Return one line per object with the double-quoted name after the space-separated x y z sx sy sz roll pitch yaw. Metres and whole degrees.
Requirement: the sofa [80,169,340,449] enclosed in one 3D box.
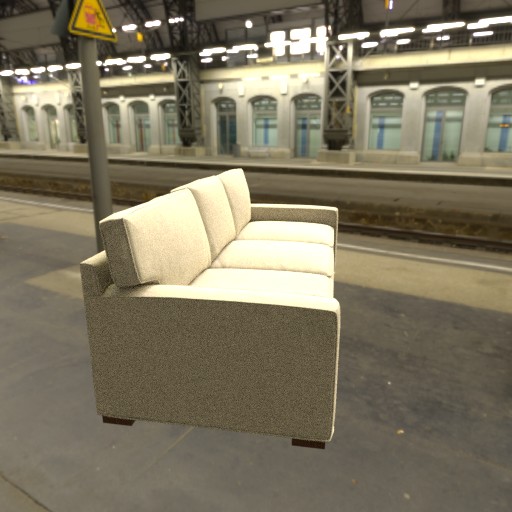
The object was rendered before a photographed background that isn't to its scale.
0.000 0.000 2.559 0.936 0.862 2.093 3 16 10 "sofa"
